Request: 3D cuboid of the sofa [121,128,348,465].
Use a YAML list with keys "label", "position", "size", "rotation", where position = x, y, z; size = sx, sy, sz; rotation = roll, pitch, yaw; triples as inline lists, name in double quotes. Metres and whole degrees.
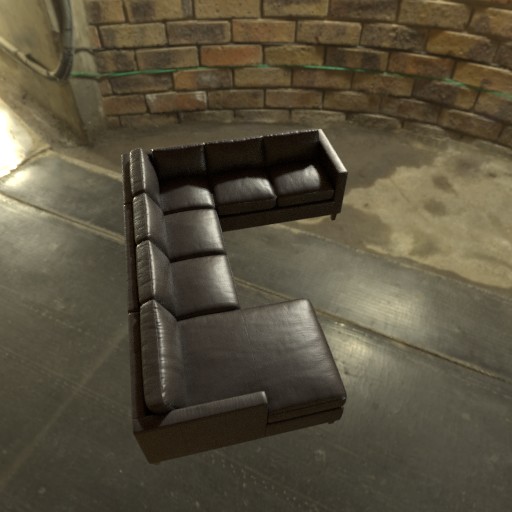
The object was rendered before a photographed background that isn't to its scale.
- label: "sofa"
  position: [0.000, 0.000, 4.443]
  size: [2.452, 0.891, 3.324]
  rotation: [-10, 48, -9]
